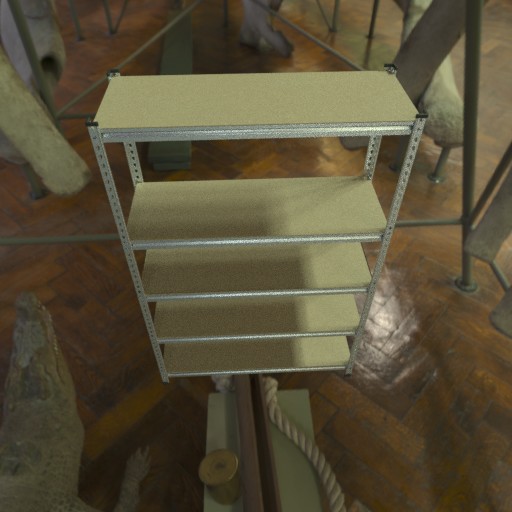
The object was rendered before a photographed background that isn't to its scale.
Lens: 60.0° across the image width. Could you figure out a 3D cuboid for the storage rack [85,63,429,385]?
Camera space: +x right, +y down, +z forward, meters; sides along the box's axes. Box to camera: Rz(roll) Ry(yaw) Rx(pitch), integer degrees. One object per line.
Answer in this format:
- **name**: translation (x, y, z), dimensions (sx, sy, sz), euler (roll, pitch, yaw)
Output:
- **storage rack**: translation (0.000, 0.000, 2.368), dimensions (1.219, 1.829, 0.457), euler (-2, 45, -2)
